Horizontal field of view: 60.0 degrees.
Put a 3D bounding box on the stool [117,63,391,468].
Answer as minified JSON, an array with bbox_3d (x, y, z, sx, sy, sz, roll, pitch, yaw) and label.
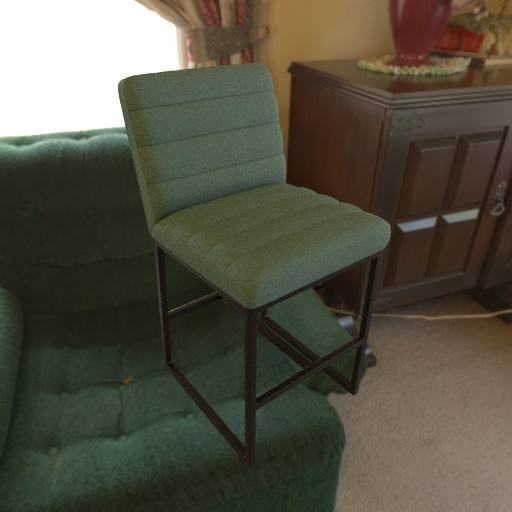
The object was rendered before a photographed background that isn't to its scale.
[{"bbox_3d":[0.000,0.000,1.250,0.460,0.940,0.560,-21,36,-32],"label":"stool"}]
